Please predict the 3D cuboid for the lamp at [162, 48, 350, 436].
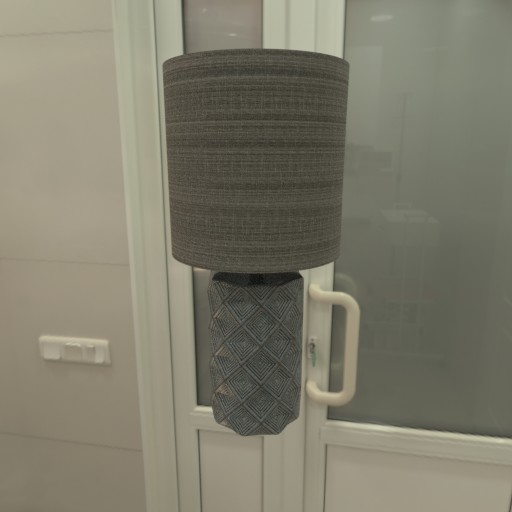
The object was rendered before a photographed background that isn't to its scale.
[{"bbox_3d":[0.000,0.000,0.716,0.269,0.566,0.268,3,14,10],"label":"lamp"}]
